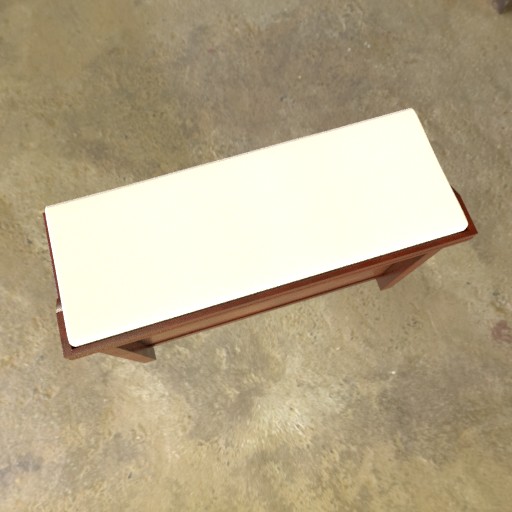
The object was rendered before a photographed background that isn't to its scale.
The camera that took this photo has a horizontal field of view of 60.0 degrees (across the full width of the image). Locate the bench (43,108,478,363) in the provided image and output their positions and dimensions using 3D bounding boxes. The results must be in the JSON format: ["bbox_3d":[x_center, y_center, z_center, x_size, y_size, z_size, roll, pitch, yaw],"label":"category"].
[{"bbox_3d":[0.000,0.000,1.331,0.987,0.646,0.369,-16,74,-5],"label":"bench"}]
